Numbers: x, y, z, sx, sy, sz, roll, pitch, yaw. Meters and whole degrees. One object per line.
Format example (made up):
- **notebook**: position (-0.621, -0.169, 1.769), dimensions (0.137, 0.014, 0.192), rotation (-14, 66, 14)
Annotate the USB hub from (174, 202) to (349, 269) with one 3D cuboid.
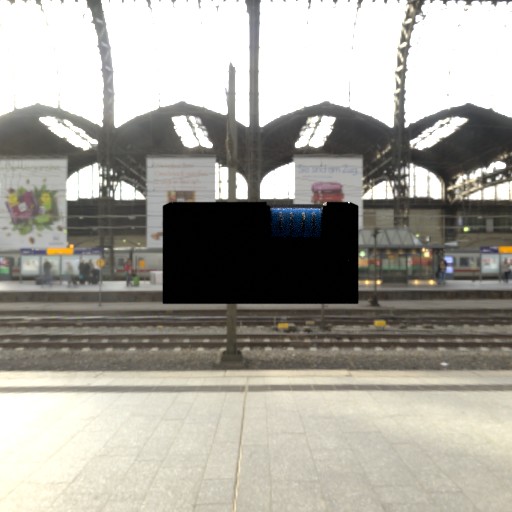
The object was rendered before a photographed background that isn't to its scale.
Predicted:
- **USB hub**: position (0.000, 0.000, 0.129), dimensions (0.044, 0.023, 0.110), rotation (0, -1, -2)
